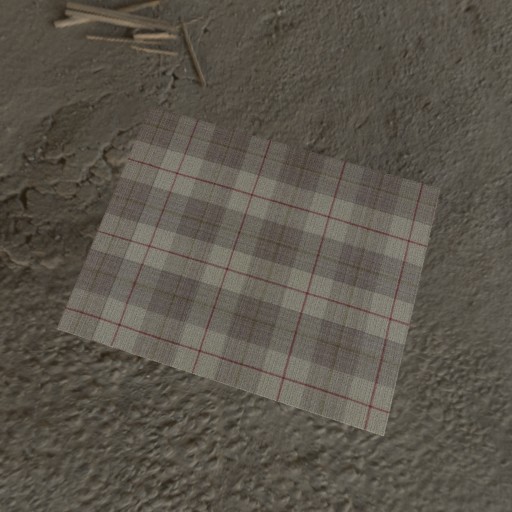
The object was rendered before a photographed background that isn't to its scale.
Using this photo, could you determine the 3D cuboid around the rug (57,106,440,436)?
[{"bbox_3d":[0.000,0.000,4.075,2.959,0.016,2.317,17,77,4],"label":"rug"}]
